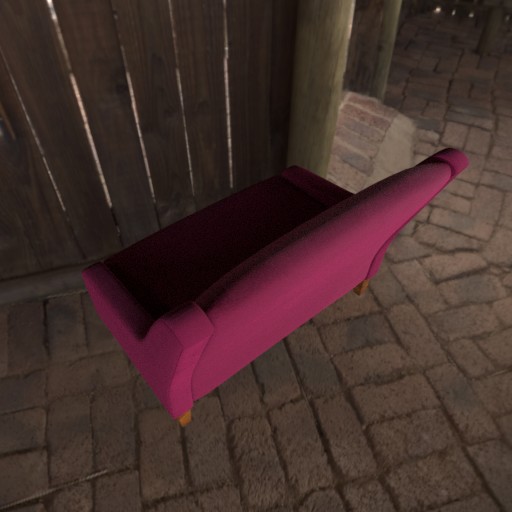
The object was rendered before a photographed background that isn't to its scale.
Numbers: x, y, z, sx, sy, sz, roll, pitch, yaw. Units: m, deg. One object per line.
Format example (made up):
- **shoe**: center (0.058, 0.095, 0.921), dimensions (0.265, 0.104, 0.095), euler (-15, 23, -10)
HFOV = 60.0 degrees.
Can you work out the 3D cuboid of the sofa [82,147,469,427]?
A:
- **sofa**: center (0.000, 0.000, 1.897), dimensions (1.242, 0.976, 0.946), euler (-31, 53, -27)
